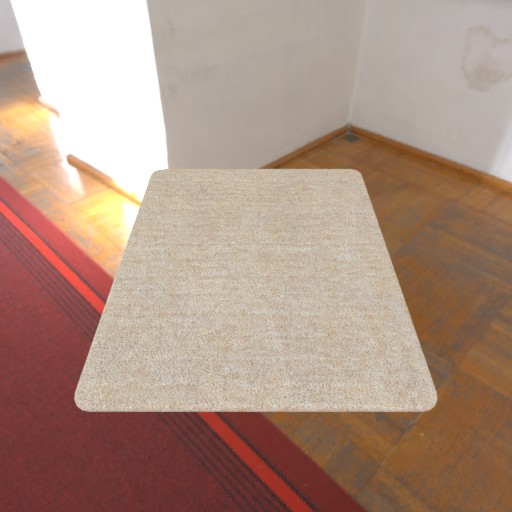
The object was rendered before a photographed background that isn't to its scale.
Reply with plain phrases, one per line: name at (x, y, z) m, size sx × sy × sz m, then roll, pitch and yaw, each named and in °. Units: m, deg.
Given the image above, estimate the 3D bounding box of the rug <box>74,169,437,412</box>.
rug at (0.000, 0.000, 3.340) m, size 2.009 × 0.048 × 2.528 m, roll 0°, pitch 41°, yaw 0°
